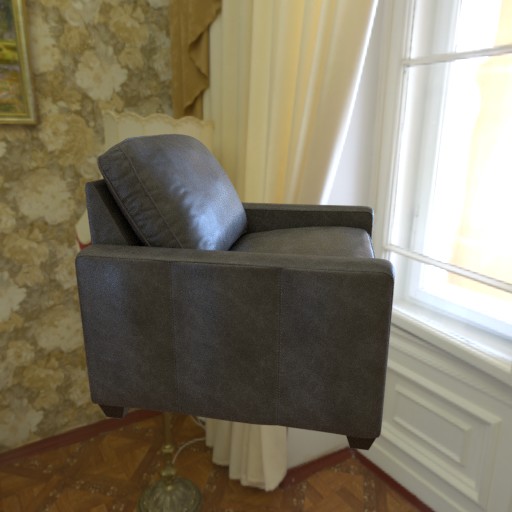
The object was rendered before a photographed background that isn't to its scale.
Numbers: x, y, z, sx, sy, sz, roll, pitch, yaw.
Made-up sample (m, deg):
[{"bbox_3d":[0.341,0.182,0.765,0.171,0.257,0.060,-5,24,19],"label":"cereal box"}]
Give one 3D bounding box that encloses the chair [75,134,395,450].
[{"bbox_3d":[0.000,0.000,1.731,0.939,0.916,1.006,3,17,10],"label":"chair"}]
